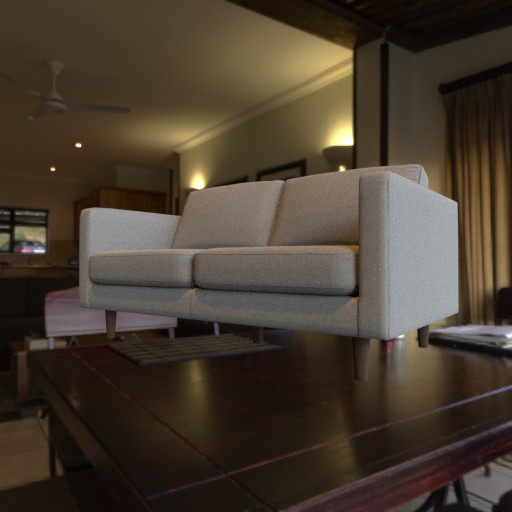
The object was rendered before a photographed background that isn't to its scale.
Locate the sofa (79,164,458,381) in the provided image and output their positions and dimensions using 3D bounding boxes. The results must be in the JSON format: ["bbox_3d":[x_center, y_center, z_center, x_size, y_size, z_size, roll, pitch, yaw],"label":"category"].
[{"bbox_3d":[0.000,0.000,2.287,1.731,0.900,1.000,-1,-1,36],"label":"sofa"}]
